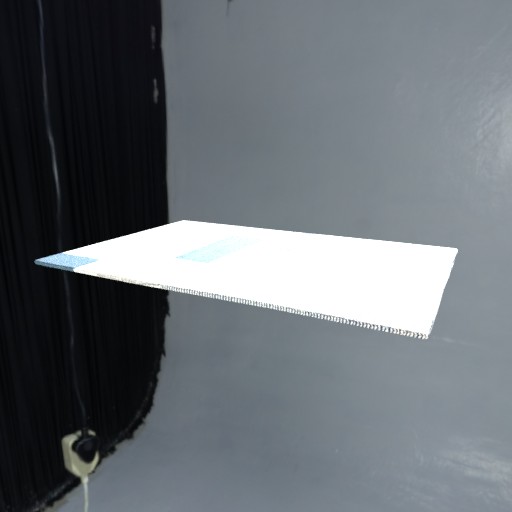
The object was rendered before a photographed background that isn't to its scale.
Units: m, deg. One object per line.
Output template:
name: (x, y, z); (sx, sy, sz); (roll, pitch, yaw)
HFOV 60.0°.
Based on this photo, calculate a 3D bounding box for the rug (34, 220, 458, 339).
rug: (0.000, 0.000, 2.308); (1.847, 0.020, 1.238); (8, 17, 27)
